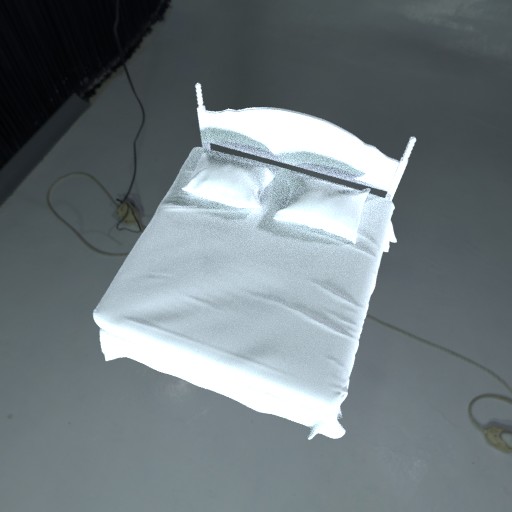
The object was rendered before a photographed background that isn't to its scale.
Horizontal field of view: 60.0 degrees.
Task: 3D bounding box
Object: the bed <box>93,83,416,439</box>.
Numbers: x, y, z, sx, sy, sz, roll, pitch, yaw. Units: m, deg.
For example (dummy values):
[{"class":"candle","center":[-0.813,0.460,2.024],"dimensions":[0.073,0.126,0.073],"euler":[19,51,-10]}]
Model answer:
[{"class":"bed","center":[0.000,0.000,3.715],"dimensions":[2.322,1.355,2.219],"euler":[18,60,10]}]
